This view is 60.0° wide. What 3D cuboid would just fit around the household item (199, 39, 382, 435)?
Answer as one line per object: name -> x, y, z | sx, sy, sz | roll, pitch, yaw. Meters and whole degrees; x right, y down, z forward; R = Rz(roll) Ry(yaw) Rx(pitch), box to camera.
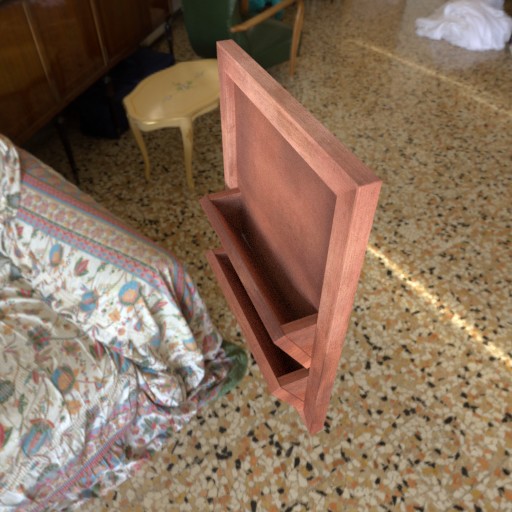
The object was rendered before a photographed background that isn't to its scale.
household item -> 0.000, 0.000, 0.551 | 0.067, 0.407, 0.310 | -16, 47, -16
